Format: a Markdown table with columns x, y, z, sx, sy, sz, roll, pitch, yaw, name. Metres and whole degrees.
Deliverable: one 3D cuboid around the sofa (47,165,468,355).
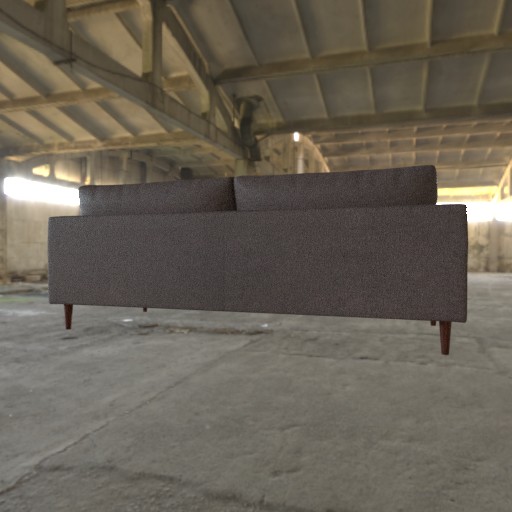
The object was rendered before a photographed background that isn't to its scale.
| x | y | z | sx | sy | sz | roll | pitch | yaw | name |
| --- | --- | --- | --- | --- | --- | --- | --- | --- | --- |
| 0.000 | 0.000 | 2.706 | 2.250 | 0.868 | 1.020 | 0 | 0 | 18 | sofa |
